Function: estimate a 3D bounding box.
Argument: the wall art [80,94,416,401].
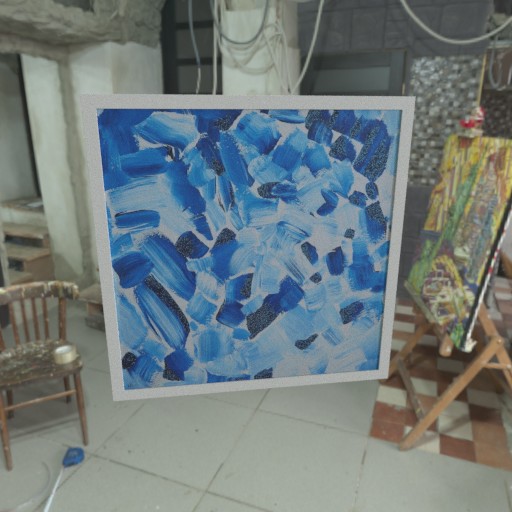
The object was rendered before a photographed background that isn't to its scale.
[{"bbox_3d":[0.000,0.000,0.968,0.660,0.660,0.015,-2,17,-8],"label":"wall art"}]
